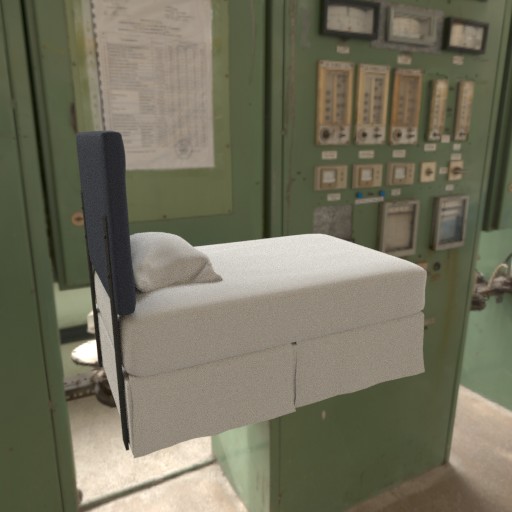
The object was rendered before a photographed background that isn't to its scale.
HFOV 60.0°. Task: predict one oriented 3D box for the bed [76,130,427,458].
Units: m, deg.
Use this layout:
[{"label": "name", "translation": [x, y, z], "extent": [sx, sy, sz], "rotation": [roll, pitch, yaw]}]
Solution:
[{"label": "bed", "translation": [0.000, 0.000, 2.918], "extent": [1.997, 1.571, 1.261], "rotation": [-7, 17, -26]}]
